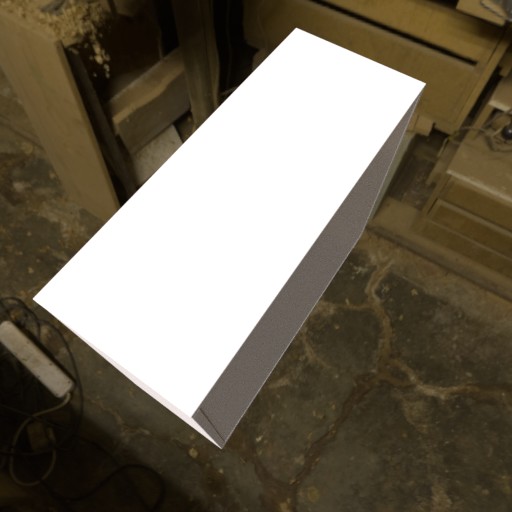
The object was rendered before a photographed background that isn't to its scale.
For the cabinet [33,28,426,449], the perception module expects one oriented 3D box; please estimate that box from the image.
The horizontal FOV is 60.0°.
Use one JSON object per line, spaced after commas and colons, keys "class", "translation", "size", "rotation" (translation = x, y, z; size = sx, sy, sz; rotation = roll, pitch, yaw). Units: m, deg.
{"class": "cabinet", "translation": [0.000, 0.000, 1.378], "size": [0.400, 0.800, 1.000], "rotation": [31, 67, 15]}
